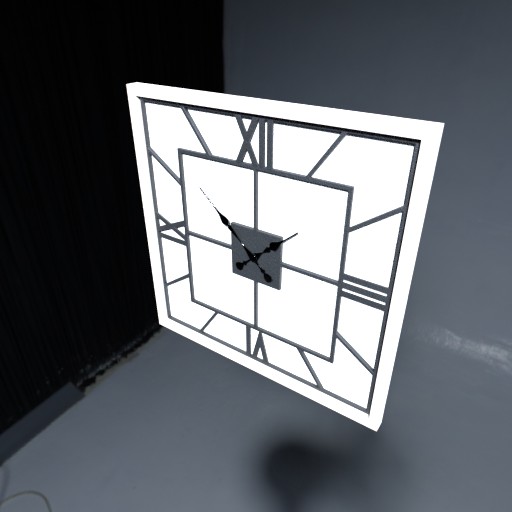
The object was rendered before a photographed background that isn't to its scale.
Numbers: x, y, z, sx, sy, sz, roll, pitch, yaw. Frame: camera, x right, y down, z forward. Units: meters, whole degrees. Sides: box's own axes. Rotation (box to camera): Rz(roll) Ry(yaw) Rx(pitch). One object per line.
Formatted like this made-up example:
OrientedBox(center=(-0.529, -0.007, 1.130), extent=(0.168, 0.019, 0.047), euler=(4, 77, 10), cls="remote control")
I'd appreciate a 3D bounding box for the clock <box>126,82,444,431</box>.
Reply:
OrientedBox(center=(0.000, 0.000, 1.044), extent=(0.705, 0.705, 0.032), euler=(19, 35, 29), cls="clock")
